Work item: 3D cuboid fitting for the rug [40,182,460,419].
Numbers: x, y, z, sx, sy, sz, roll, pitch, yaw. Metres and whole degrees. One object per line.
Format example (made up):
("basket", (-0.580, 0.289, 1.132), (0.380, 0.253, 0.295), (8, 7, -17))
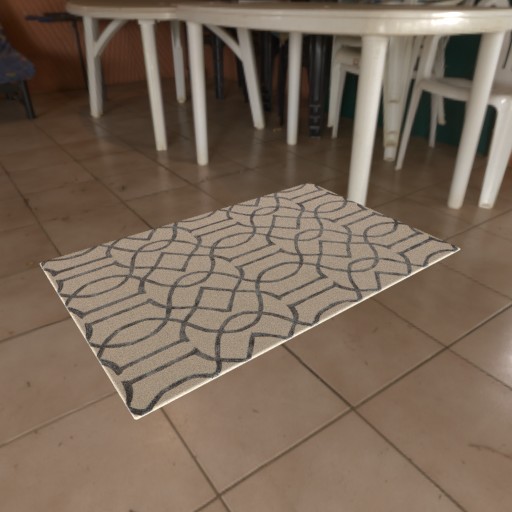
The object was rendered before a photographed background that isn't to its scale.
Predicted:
("rug", (0.000, 0.000, 2.951), (2.365, 0.017, 1.521), (-21, 37, -31))
